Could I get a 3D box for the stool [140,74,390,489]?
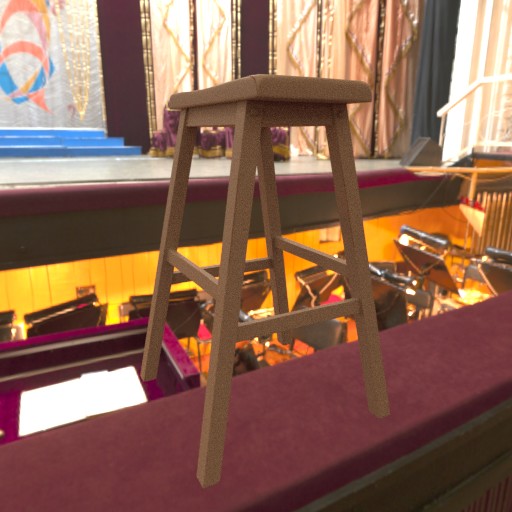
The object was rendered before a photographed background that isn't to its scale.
[{"bbox_3d":[0.000,0.000,1.038,0.476,0.737,0.457,-8,18,-27],"label":"stool"}]
